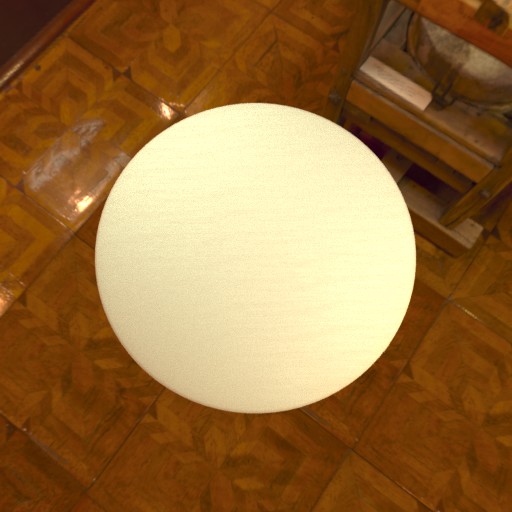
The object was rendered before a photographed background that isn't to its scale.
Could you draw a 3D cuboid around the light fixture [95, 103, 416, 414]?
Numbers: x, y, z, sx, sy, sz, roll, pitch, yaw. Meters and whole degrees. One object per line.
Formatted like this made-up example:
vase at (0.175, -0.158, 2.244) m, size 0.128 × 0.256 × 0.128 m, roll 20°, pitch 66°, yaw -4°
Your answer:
light fixture at (0.000, 0.000, 0.538) m, size 0.356 × 0.102 × 0.356 m, roll 0°, pitch 76°, yaw 0°
